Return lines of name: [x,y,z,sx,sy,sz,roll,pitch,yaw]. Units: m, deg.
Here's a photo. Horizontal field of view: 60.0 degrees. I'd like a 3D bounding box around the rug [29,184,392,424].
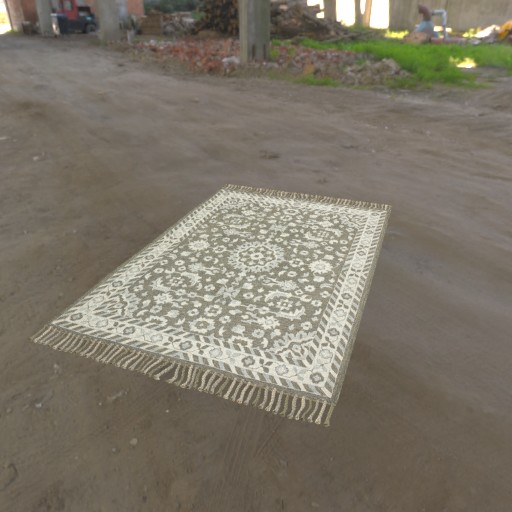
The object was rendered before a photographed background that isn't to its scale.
rug: [0.000,0.000,2.948,1.530,0.025,2.431,10,30,18]
